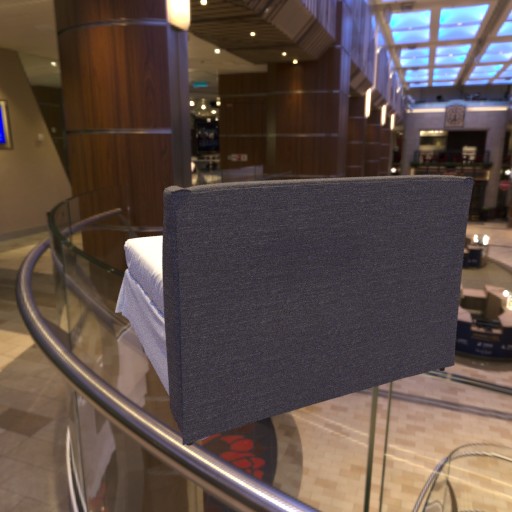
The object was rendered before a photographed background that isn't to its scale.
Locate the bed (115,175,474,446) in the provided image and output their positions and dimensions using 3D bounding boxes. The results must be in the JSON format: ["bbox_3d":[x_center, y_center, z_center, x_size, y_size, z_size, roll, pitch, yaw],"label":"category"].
[{"bbox_3d":[0.000,0.000,3.452,1.925,1.332,2.276,-7,15,-25],"label":"bed"}]
